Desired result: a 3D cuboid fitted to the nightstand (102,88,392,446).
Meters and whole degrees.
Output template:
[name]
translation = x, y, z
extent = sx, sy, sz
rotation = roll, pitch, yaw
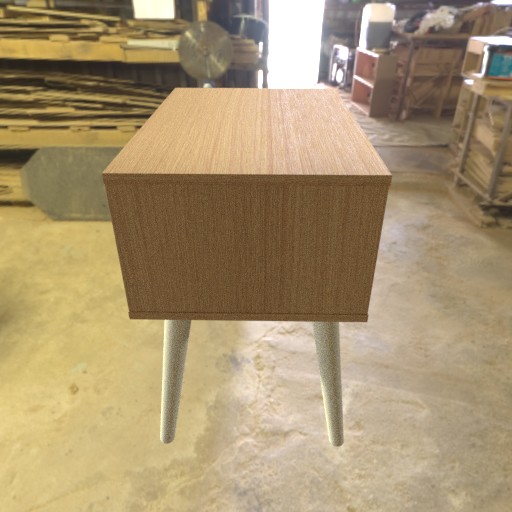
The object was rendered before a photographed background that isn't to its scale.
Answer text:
[nightstand]
translation = 0.000, 0.000, 0.998
extent = 0.407, 0.610, 0.571
rotation = 1, 32, 1
